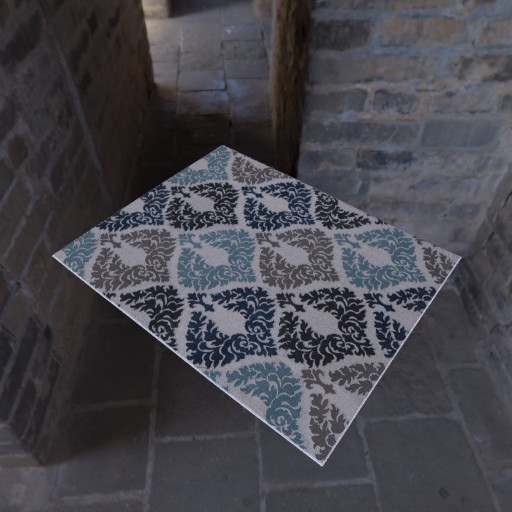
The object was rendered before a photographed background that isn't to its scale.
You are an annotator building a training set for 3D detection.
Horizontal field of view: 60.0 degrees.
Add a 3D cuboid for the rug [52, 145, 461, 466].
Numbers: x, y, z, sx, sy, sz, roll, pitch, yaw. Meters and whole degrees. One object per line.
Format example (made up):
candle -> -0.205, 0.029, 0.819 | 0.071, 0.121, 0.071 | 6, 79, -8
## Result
rug -> 0.000, 0.000, 4.193 | 3.040, 0.014, 2.423 | 30, 54, 25
